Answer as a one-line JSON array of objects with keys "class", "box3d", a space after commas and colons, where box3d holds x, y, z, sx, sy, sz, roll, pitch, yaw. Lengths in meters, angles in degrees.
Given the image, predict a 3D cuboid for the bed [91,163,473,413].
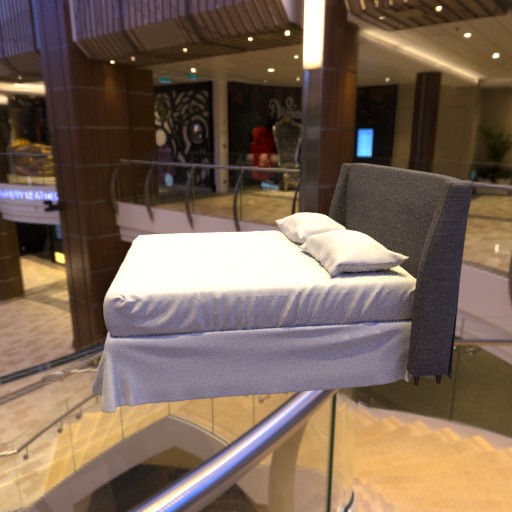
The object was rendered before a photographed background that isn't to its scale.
[{"class": "bed", "box3d": [0.000, 0.000, 3.445, 2.276, 1.332, 1.925, -2, 15, -8]}]
